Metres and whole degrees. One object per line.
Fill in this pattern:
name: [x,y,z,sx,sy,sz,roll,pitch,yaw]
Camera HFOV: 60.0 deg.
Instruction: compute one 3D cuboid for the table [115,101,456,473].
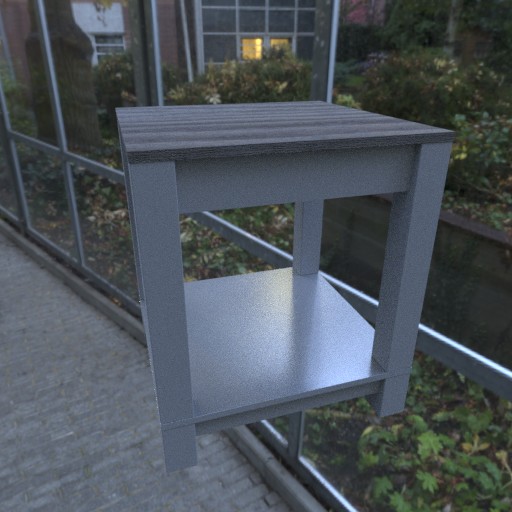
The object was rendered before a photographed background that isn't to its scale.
table: [0.000,0.000,0.976,0.506,0.587,0.504,-8,26,-16]
